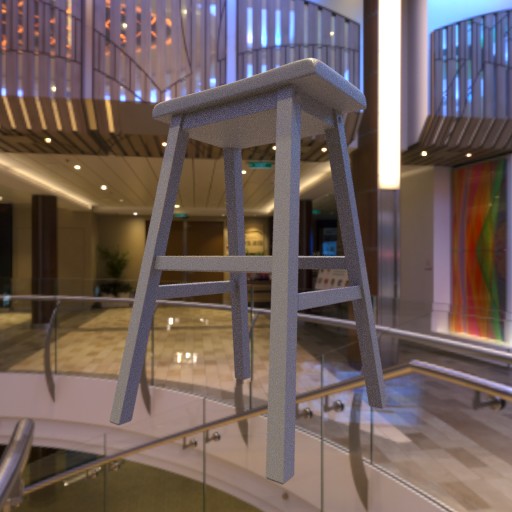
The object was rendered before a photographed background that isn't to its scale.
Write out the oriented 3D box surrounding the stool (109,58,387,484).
[{"bbox_3d":[0.000,0.000,1.039,0.457,0.737,0.476,0,0,36],"label":"stool"}]
